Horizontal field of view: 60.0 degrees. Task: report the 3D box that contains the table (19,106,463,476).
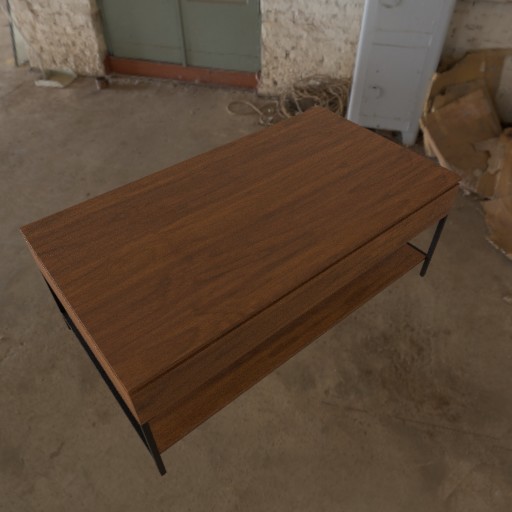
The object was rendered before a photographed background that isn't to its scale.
[{"bbox_3d":[0.000,0.000,1.328,1.057,0.414,0.574,-30,52,-27],"label":"table"}]
